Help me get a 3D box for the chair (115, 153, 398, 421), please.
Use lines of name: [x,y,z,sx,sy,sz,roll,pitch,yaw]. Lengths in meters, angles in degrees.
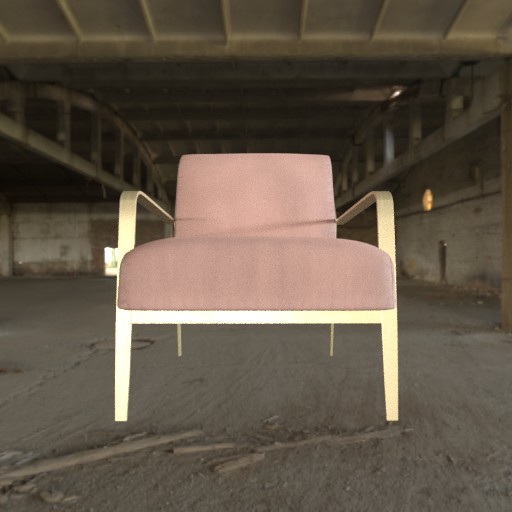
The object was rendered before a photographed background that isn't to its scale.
chair: [0.000,0.000,1.441,0.701,0.823,0.848,0,0,0]
